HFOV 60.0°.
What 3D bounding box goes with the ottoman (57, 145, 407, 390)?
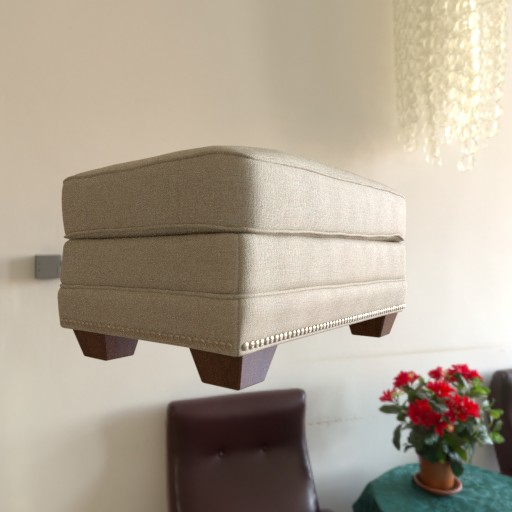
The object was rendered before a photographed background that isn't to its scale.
[{"bbox_3d":[0.000,0.000,1.156,0.559,0.458,0.813,0,-1,37],"label":"ottoman"}]
